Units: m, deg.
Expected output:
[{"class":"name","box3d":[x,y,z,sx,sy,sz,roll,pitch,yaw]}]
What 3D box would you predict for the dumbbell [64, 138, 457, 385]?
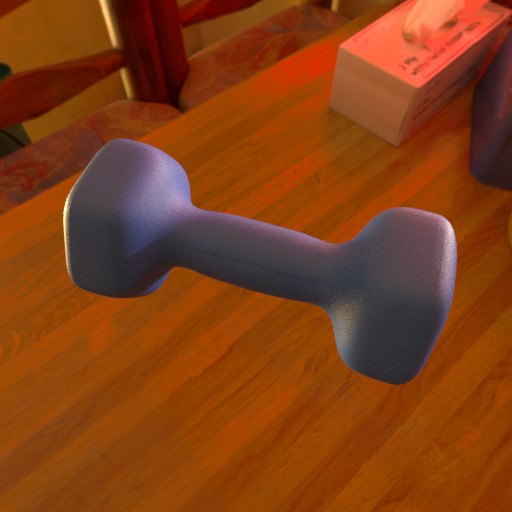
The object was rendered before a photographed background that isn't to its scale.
[{"class":"dumbbell","box3d":[0.000,0.000,0.262,0.212,0.093,0.103,16,60,10]}]
